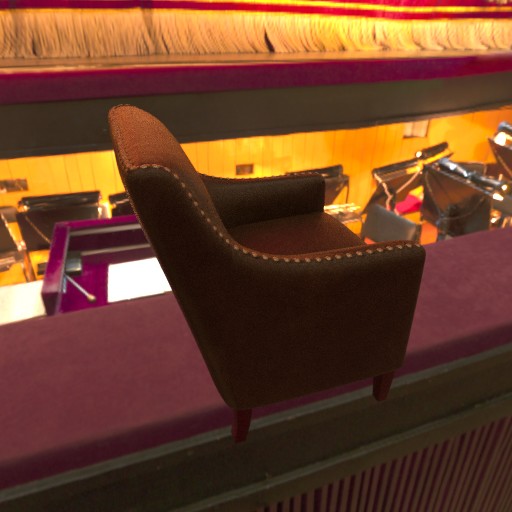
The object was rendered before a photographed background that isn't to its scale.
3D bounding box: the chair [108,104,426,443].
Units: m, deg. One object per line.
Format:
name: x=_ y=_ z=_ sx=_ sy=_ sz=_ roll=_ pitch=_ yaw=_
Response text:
chair: x=0.000 y=0.000 z=1.304 sx=0.704 sy=0.813 sz=0.639 roll=-9 pitch=31 yaw=-16
